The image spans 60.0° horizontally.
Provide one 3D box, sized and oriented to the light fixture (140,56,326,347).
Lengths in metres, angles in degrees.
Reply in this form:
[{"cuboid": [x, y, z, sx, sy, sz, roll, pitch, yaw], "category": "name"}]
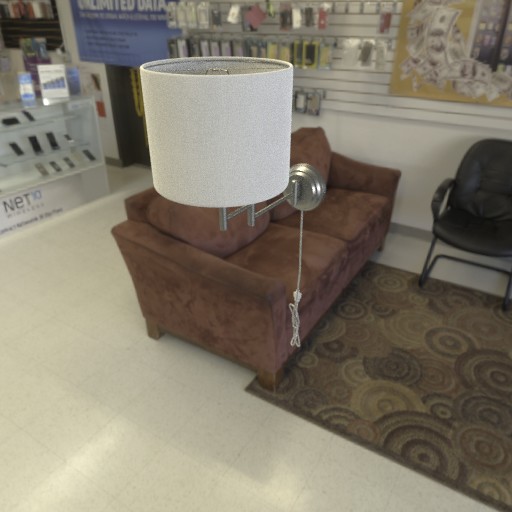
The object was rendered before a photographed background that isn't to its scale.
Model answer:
[{"cuboid": [0.000, 0.000, 1.029, 0.253, 0.842, 0.479, 19, 35, 30], "category": "light fixture"}]
